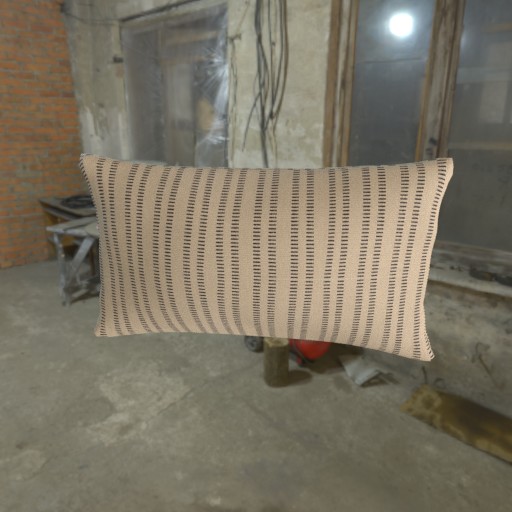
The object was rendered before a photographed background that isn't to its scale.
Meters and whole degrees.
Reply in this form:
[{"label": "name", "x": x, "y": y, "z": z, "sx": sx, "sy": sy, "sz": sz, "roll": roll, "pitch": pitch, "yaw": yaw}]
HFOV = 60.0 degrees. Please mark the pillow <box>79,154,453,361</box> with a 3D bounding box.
[{"label": "pillow", "x": 0.000, "y": 0.000, "z": 0.795, "sx": 0.640, "sy": 0.353, "sz": 0.210, "roll": 2, "pitch": 17, "yaw": 8}]
